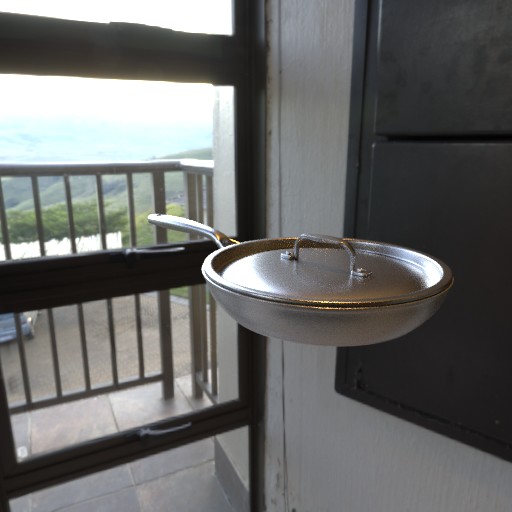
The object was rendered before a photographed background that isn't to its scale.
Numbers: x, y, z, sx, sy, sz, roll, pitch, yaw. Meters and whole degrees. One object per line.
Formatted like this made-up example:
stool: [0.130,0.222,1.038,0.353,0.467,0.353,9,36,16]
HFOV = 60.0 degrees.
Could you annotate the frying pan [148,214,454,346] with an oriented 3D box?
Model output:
frying pan: [0.000,0.000,0.580,0.272,0.086,0.490,-14,20,-42]
